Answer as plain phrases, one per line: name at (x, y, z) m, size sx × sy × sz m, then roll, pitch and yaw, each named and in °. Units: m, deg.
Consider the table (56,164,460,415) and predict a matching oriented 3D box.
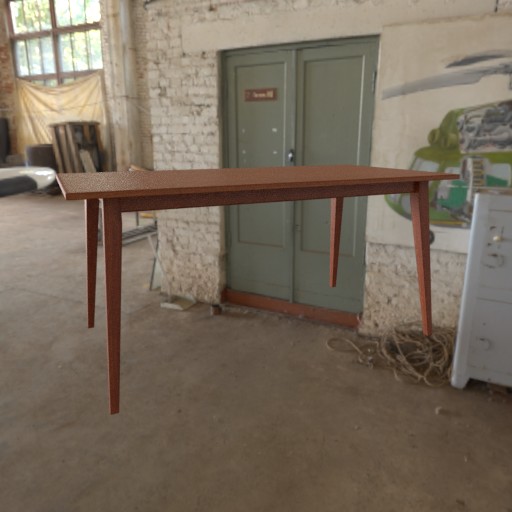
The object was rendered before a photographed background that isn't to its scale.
table at (0.000, 0.000, 2.069) m, size 1.609 × 0.755 × 0.811 m, roll -7°, pitch 16°, yaw -24°
